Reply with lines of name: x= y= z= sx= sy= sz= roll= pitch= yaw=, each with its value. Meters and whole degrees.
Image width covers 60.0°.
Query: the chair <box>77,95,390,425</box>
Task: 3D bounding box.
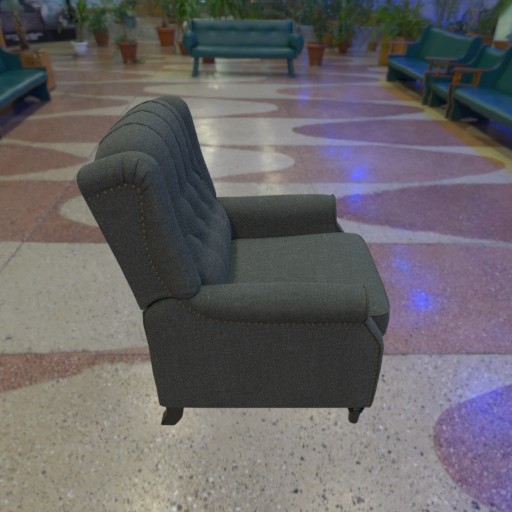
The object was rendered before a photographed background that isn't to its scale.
chair: x=0.000 y=0.000 z=1.596 sx=0.898 sy=1.035 sz=0.742 roll=0 pitch=33 yaw=0
